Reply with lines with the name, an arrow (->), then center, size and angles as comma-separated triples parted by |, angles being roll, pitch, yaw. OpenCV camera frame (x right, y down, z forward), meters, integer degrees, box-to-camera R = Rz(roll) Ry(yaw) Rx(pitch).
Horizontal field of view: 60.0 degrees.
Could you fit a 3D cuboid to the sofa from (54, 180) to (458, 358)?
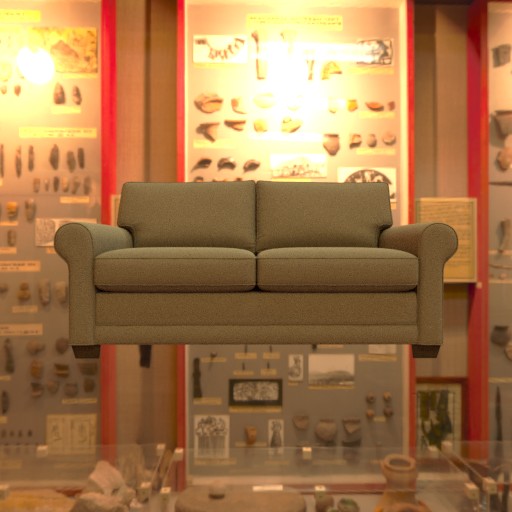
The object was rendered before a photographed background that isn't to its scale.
sofa -> 0.000, 0.000, 2.479 | 1.930, 0.952, 0.940 | 0, 0, 0
